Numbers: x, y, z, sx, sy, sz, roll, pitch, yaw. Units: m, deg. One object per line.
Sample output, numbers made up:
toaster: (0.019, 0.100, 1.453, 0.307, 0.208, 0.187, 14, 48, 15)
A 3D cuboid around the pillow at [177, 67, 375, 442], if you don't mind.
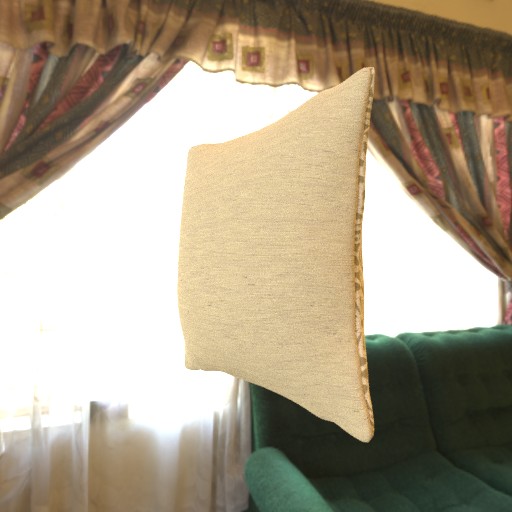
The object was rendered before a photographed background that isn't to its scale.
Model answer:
pillow: (0.000, 0.000, 0.665, 0.167, 0.421, 0.438, 0, -1, -36)
